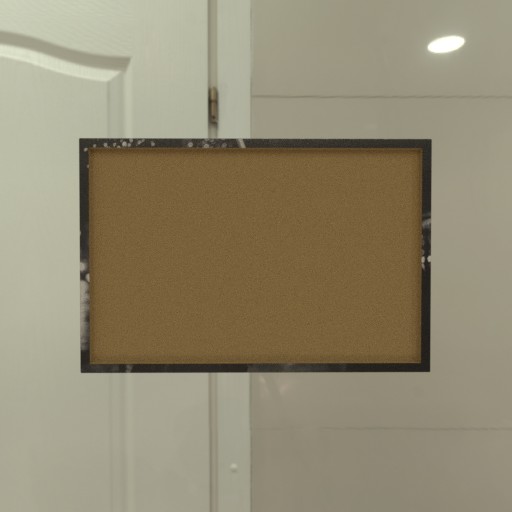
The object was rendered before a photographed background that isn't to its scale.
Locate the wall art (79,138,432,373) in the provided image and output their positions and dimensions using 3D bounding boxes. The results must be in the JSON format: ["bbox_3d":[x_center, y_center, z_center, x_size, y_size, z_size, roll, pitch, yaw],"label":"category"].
[{"bbox_3d":[0.000,0.000,1.170,0.914,0.609,0.038,0,1,-1],"label":"wall art"}]
